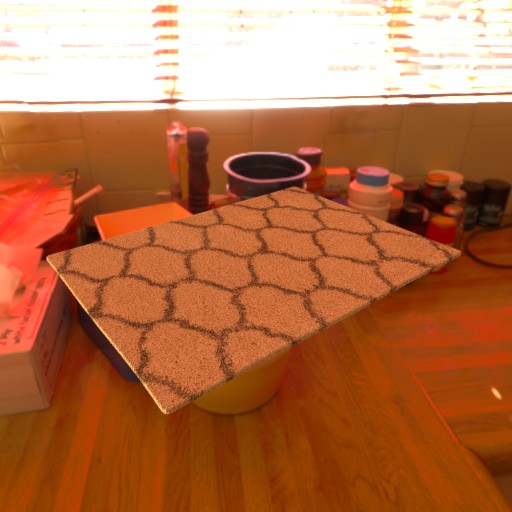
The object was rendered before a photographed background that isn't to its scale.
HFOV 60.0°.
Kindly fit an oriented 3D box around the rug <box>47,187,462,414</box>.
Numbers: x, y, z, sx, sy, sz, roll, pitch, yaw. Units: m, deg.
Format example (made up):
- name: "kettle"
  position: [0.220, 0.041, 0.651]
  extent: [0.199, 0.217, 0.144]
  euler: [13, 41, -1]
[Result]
- name: "rug"
  position: [0.000, 0.000, 2.122]
  extent: [1.600, 0.025, 1.200]
  euler: [-20, 34, -33]
